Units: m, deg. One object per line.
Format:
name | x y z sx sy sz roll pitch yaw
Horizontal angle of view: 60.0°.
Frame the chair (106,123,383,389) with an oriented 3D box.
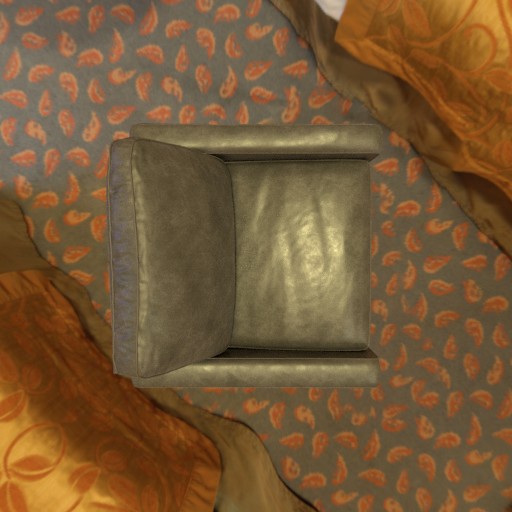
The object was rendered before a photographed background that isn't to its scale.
chair | 0.000 0.000 1.755 0.939 0.916 1.006 0 92 0
